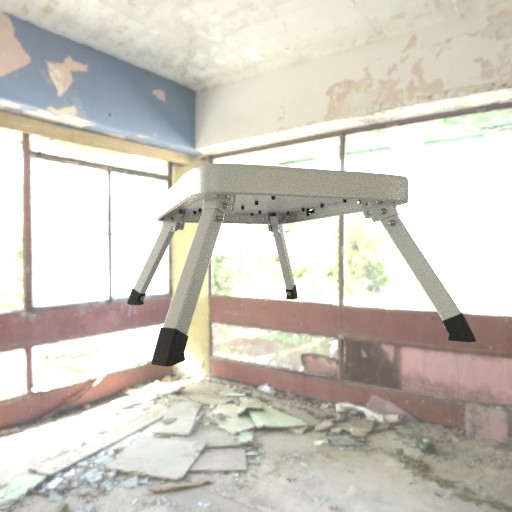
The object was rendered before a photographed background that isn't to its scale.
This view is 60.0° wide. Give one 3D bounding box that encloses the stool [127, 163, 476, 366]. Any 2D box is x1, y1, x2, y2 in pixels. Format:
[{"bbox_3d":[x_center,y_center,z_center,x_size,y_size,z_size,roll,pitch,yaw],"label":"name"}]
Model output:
[{"bbox_3d":[0.000,0.000,0.604,0.320,0.170,0.460,0,0,-19],"label":"stool"}]
